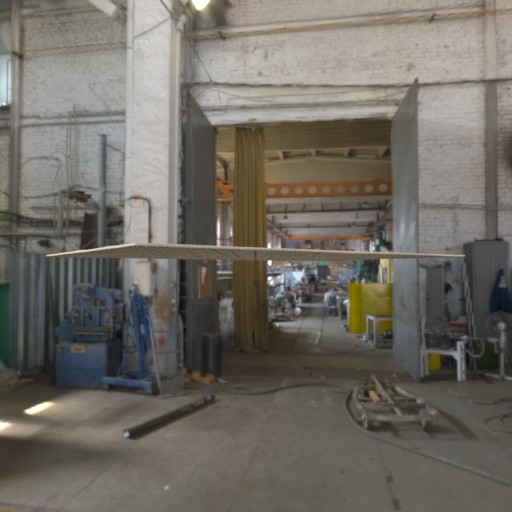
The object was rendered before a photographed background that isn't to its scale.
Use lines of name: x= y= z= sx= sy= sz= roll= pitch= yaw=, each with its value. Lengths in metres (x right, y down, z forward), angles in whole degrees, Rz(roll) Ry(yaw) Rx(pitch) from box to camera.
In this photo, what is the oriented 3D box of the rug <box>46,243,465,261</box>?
rug: x=0.000 y=0.000 z=4.377 sx=3.381 sy=0.026 sz=2.436 roll=1 pitch=-2 yaw=-36
